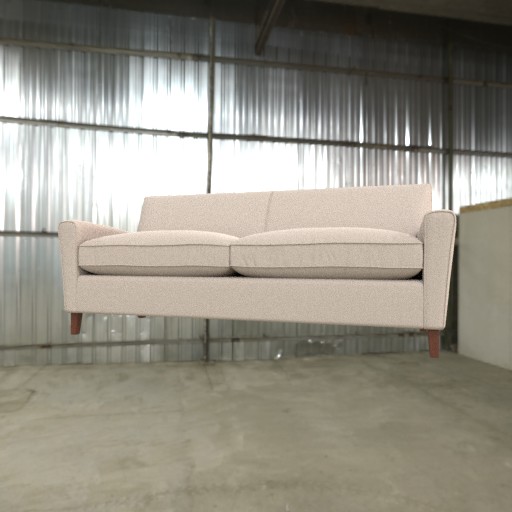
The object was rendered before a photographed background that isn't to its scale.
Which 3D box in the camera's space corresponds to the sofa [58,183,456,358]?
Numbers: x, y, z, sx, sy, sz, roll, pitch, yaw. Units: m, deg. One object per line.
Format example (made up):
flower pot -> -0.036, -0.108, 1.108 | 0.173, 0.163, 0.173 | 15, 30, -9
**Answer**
sofa -> 0.000, 0.000, 2.497 | 2.000, 0.846, 0.875 | 0, 0, 17
